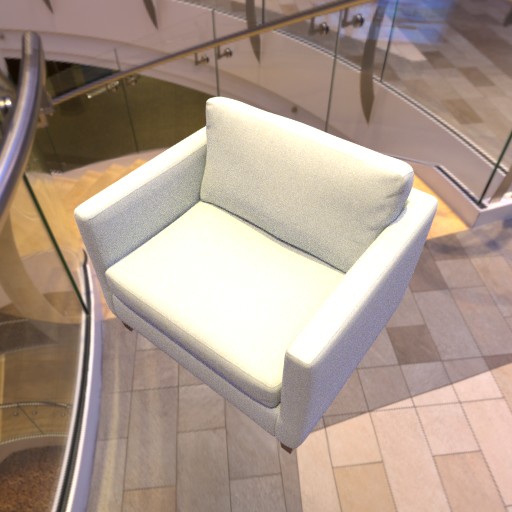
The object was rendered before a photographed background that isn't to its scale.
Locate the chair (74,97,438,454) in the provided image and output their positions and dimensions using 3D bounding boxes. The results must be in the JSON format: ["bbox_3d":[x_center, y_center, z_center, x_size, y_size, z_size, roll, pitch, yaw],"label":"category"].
[{"bbox_3d":[0.000,0.000,1.876,1.107,0.961,0.953,29,53,25],"label":"chair"}]
